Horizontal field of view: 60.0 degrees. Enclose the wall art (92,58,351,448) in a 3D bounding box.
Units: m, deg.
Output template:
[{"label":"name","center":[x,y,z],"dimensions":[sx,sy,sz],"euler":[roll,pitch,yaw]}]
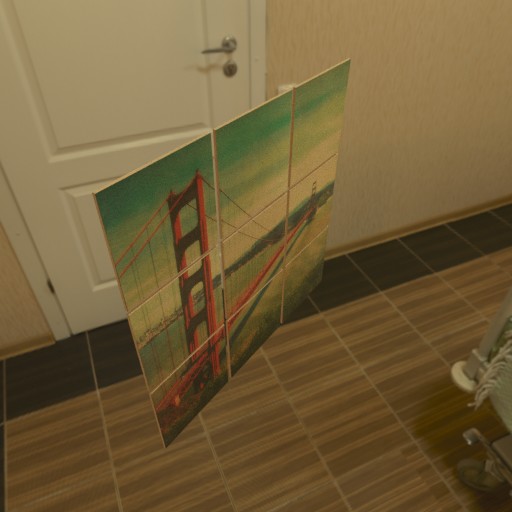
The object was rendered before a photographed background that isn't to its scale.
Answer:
[{"label":"wall art","center":[0.000,0.000,2.199],"dimensions":[0.014,1.507,1.519],"euler":[26,47,27]}]
